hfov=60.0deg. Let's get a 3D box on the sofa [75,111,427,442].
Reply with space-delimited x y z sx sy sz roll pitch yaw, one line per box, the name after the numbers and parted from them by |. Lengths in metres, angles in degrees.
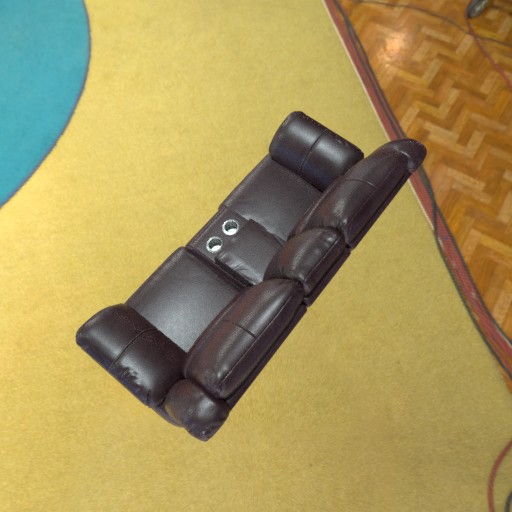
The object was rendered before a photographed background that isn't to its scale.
0.000 0.000 2.666 0.991 1.043 2.058 35 69 16 | sofa
